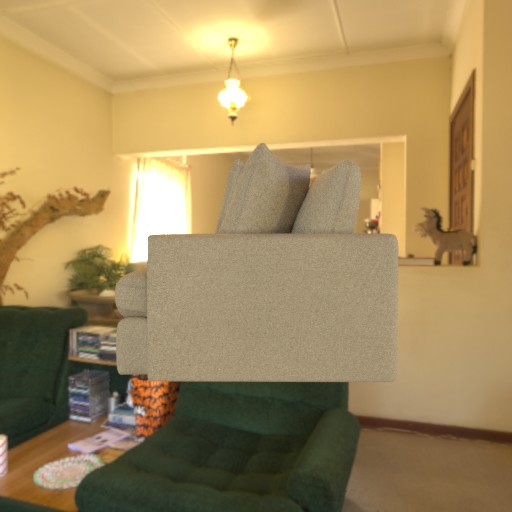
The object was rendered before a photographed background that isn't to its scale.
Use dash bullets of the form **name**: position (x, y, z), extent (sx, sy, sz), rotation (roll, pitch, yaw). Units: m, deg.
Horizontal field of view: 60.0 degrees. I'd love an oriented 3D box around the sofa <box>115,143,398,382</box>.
- **sofa**: position (0.000, 0.000, 3.010), extent (1.228, 1.084, 2.380), rotation (0, 1, 1)
